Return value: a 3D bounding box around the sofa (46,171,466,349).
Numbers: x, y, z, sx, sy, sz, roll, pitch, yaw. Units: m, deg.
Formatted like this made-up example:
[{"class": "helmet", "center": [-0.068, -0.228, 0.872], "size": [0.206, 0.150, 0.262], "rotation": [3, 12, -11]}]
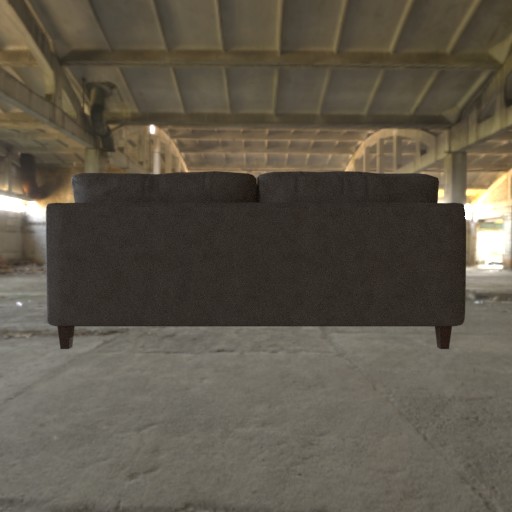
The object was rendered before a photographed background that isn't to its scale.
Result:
[{"class": "sofa", "center": [0.000, 0.000, 2.756], "size": [2.208, 0.965, 0.951], "rotation": [0, 1, 0]}]
